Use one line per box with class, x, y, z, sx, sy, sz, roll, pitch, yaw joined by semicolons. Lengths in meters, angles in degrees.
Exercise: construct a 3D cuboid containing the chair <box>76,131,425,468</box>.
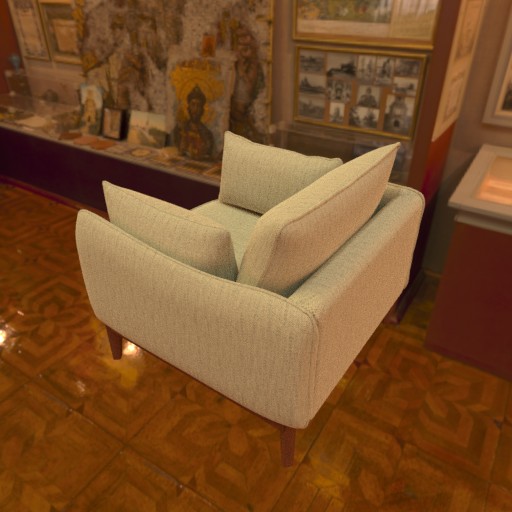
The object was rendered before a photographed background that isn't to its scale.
chair;0.000;0.000;1.754;0.991;0.855;0.994;20;37;29
